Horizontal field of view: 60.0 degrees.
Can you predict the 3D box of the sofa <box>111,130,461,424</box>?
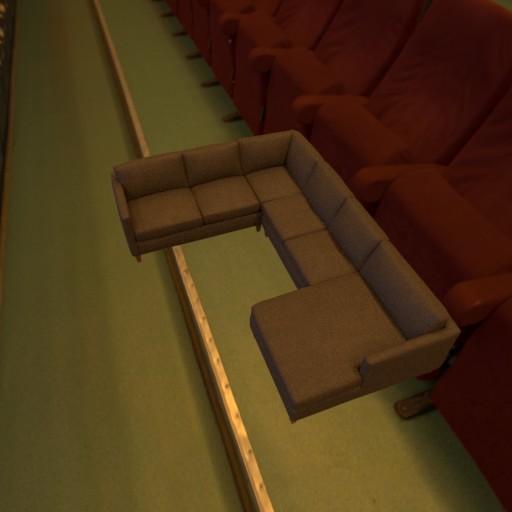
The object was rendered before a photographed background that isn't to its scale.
[{"bbox_3d":[0.000,0.000,4.825,2.594,0.961,3.460,-15,48,-14],"label":"sofa"}]
